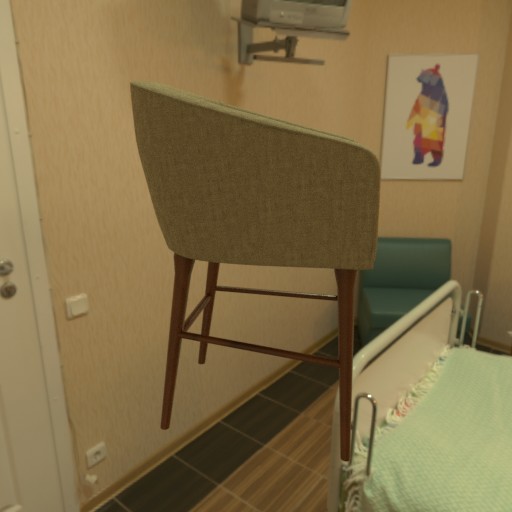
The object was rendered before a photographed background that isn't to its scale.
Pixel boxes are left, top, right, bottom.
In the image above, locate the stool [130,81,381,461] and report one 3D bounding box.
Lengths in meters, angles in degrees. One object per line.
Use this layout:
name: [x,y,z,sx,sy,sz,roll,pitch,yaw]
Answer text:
stool: [0.000,0.000,1.292,0.635,0.952,0.559,3,16,9]
